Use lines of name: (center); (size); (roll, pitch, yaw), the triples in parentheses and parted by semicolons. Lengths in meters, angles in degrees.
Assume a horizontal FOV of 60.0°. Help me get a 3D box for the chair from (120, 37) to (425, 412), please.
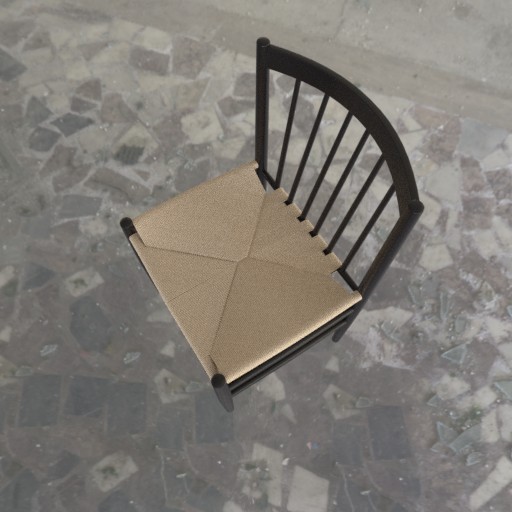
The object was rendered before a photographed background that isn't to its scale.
chair: (0.000, 0.000, 1.131); (0.516, 0.818, 0.495); (-30, 68, -13)
